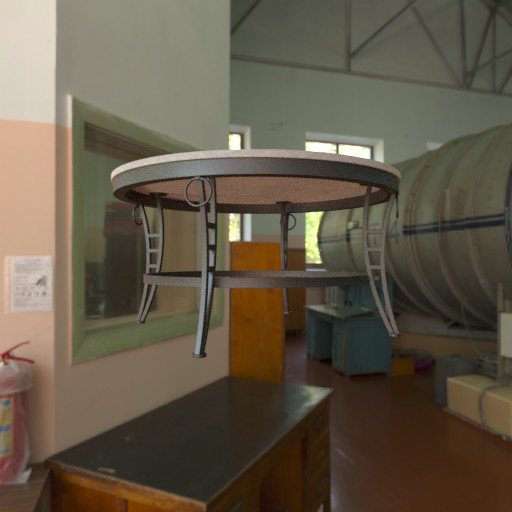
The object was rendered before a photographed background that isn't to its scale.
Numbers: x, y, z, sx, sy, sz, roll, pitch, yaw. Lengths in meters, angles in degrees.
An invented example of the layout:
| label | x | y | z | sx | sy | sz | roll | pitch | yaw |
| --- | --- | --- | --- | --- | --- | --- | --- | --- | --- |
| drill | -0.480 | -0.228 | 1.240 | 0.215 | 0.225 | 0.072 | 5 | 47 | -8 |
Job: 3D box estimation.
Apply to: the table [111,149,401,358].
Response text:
| label | x | y | z | sx | sy | sz | roll | pitch | yaw |
| --- | --- | --- | --- | --- | --- | --- | --- | --- | --- |
| table | 0.000 | 0.000 | 1.429 | 0.889 | 0.470 | 0.889 | 0 | 0 | 0 |
